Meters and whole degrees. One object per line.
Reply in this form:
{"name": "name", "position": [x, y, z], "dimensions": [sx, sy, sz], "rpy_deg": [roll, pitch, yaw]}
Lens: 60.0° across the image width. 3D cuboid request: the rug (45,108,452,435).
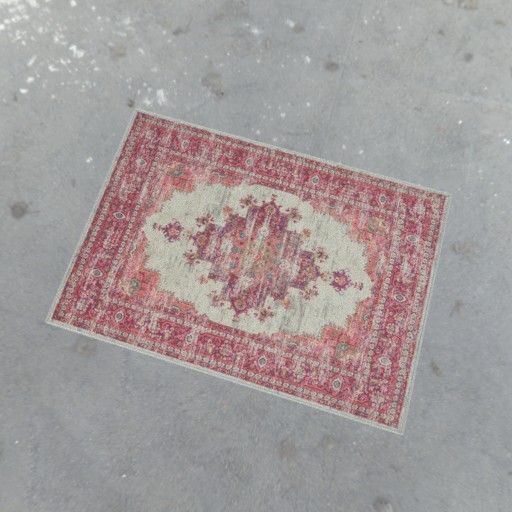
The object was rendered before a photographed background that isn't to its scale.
{"name": "rug", "position": [0.000, 0.000, 2.205], "dimensions": [1.747, 0.011, 1.217], "rpy_deg": [16, 76, 4]}
